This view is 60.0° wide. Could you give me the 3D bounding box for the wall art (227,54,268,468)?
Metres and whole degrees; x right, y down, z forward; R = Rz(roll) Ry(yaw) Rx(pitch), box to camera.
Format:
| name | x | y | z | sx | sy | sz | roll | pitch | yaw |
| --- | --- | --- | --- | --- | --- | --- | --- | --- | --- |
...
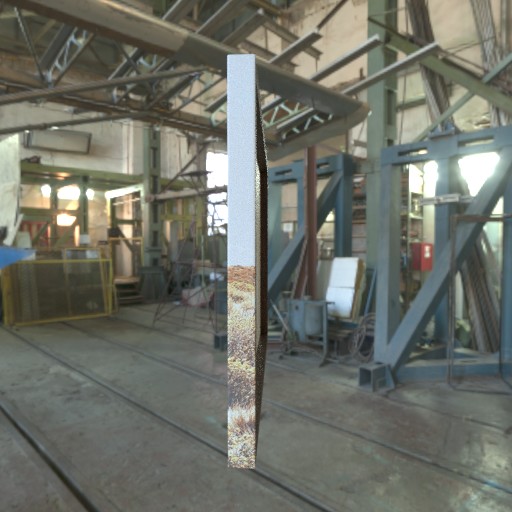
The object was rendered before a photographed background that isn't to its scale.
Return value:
| name | x | y | z | sx | sy | sz | roll | pitch | yaw |
| --- | --- | --- | --- | --- | --- | --- | --- | --- | --- |
| wall art | 0.000 | 0.000 | 1.383 | 0.051 | 0.761 | 1.138 | 0 | 1 | 3 |
